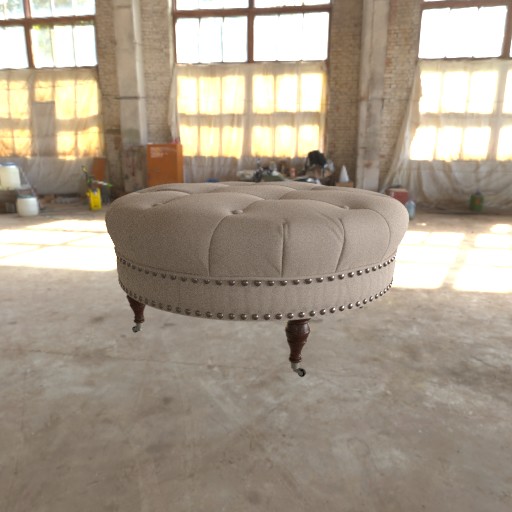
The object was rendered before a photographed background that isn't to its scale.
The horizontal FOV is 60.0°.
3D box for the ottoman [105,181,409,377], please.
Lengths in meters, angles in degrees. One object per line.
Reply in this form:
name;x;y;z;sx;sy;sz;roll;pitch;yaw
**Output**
ottoman;0.000;0.000;1.413;0.901;0.439;0.901;0;15;0
